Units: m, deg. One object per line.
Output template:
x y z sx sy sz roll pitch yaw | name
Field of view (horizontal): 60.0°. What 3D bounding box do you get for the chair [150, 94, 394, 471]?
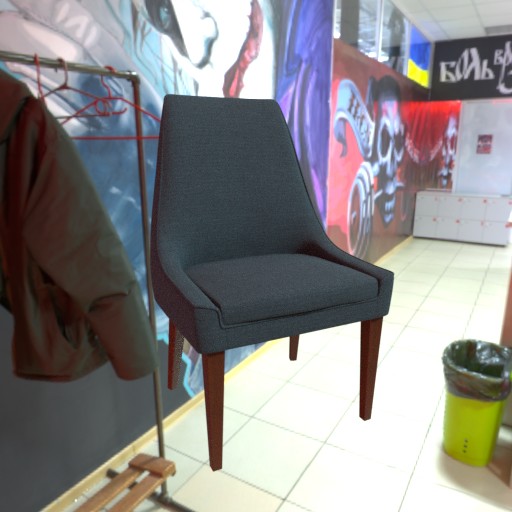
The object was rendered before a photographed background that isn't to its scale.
0.000 0.000 1.207 0.529 0.861 0.544 -7 16 -25 | chair
